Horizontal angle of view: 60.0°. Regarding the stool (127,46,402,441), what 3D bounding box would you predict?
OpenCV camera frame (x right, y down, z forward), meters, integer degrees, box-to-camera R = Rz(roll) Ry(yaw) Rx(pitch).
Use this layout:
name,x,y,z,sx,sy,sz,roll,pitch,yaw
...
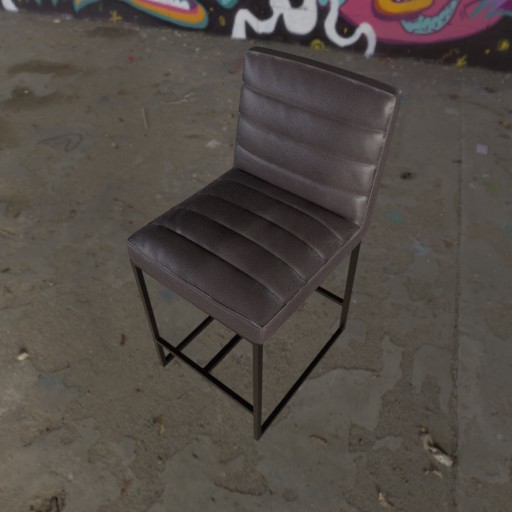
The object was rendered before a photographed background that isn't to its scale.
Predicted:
name,x,y,z,sx,sy,sz,roll,pitch,yaw
stool,0.000,0.000,1.286,0.463,0.946,0.562,29,52,26
